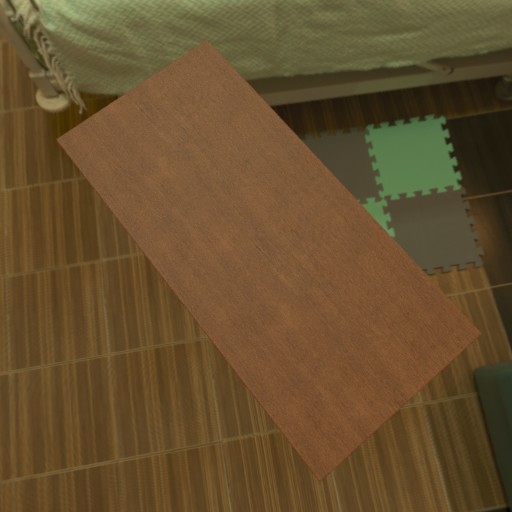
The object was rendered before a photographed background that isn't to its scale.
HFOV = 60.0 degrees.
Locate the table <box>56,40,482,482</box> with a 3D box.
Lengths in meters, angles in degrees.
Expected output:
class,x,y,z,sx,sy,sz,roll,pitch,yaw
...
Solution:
class,x,y,z,sx,sy,sz,roll,pitch,yaw
table,0.000,0.000,1.278,0.483,0.457,1.016,-38,78,-10
